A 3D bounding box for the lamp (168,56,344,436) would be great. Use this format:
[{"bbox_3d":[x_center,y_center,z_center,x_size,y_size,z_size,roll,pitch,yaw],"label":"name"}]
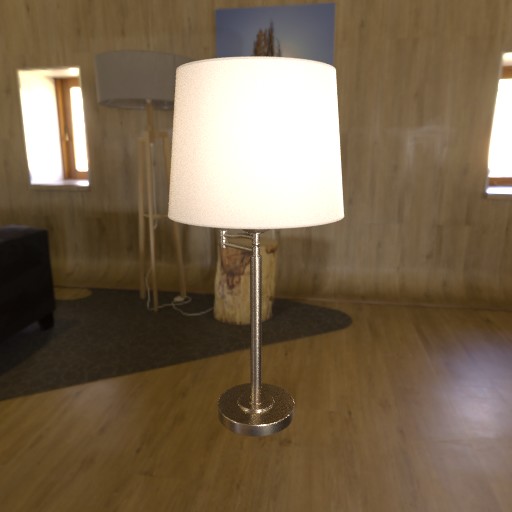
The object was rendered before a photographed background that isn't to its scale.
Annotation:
[{"bbox_3d":[0.000,0.000,0.872,0.333,0.696,0.333,0,14,0],"label":"lamp"}]
